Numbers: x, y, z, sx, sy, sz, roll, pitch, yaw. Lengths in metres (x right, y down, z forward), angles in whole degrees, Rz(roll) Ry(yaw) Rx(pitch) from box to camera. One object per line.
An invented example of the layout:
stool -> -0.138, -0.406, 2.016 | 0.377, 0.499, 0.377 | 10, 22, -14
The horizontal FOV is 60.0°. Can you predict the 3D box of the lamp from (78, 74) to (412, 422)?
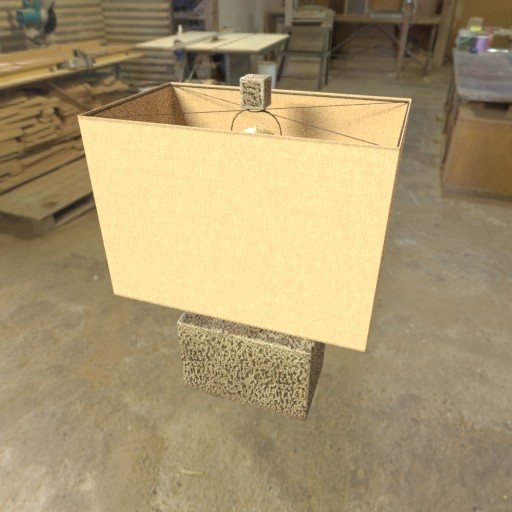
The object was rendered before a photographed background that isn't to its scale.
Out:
lamp -> 0.000, 0.000, 0.541 | 0.294, 0.411, 0.180 | 10, 33, 16
